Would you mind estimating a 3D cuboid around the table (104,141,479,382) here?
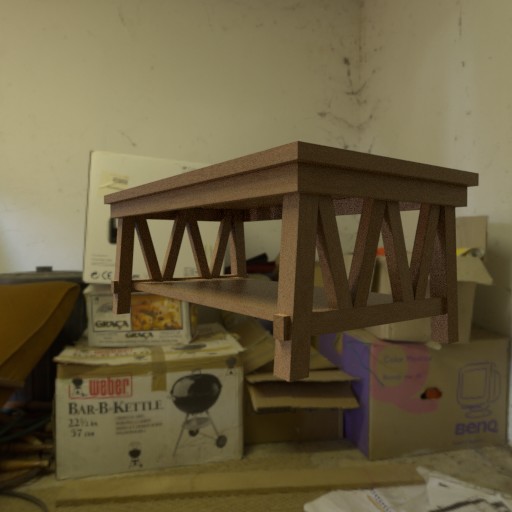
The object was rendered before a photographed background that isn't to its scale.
[{"bbox_3d":[0.000,0.000,1.626,0.711,0.507,1.270,-1,2,-36],"label":"table"}]
